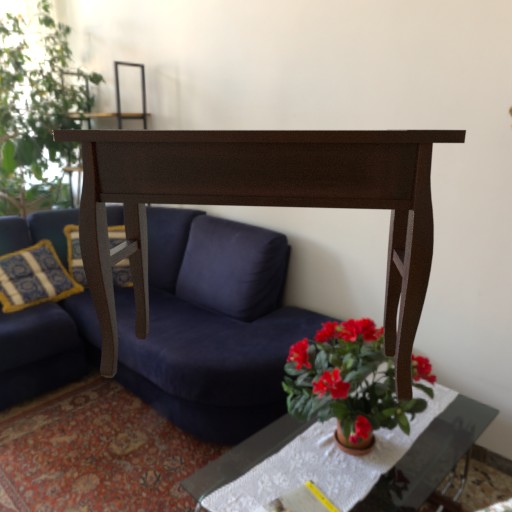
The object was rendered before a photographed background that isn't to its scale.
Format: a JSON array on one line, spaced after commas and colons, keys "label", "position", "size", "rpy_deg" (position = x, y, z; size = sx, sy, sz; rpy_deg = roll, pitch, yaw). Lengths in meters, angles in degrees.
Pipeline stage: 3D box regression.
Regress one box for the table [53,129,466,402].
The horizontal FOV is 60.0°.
[{"label": "table", "position": [0.000, 0.000, 1.401], "size": [1.062, 0.768, 0.373], "rpy_deg": [2, 16, 8]}]
